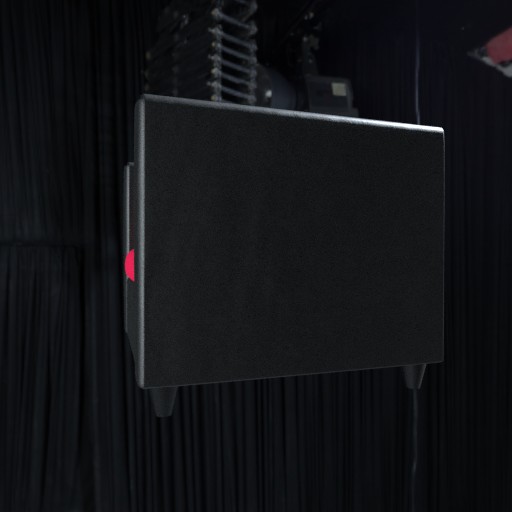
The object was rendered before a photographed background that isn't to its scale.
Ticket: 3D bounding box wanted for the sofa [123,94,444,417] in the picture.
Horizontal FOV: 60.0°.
[{"bbox_3d":[0.000,0.000,1.450,0.809,0.724,0.839,0,0,-18],"label":"sofa"}]
